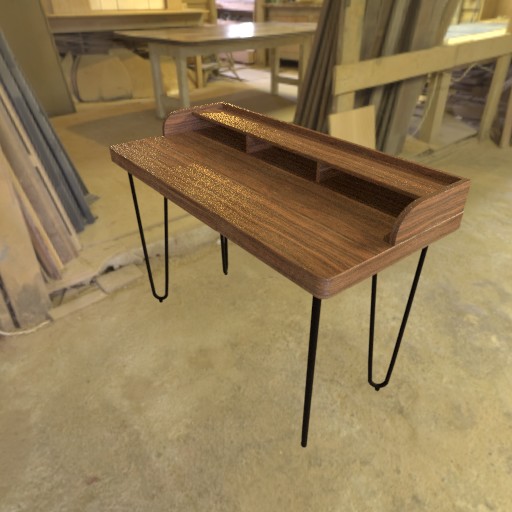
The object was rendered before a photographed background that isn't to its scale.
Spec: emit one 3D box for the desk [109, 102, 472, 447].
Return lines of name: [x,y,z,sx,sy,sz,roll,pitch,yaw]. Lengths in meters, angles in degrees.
desk: [0.000,0.000,1.689,0.565,0.854,1.200,-23,38,-32]
